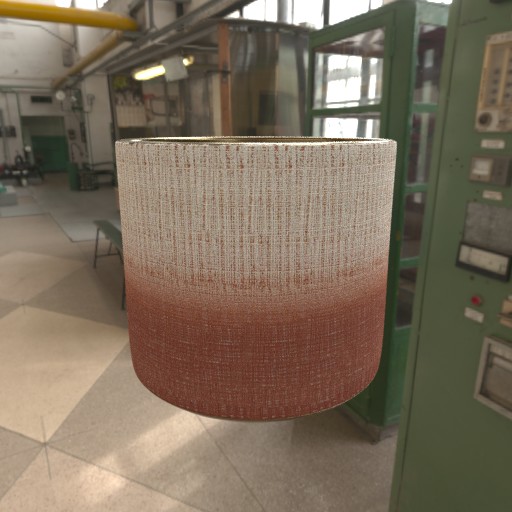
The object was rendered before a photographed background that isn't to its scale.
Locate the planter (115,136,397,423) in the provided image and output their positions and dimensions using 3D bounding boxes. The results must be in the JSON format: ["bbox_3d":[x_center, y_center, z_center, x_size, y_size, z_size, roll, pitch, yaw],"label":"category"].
[{"bbox_3d":[0.000,0.000,0.308,0.178,0.157,0.178,0,16,0],"label":"planter"}]
